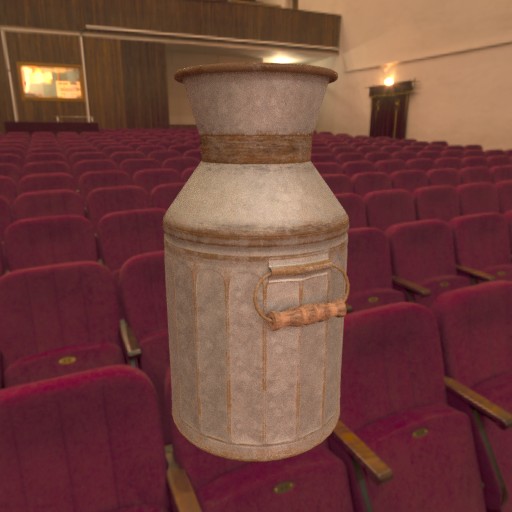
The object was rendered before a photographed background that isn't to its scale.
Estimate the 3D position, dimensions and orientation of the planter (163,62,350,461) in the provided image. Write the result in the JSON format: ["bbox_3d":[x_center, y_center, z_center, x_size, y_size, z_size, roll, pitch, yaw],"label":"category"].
[{"bbox_3d":[0.000,0.000,0.519,0.214,0.396,0.245,-7,17,-24],"label":"planter"}]
